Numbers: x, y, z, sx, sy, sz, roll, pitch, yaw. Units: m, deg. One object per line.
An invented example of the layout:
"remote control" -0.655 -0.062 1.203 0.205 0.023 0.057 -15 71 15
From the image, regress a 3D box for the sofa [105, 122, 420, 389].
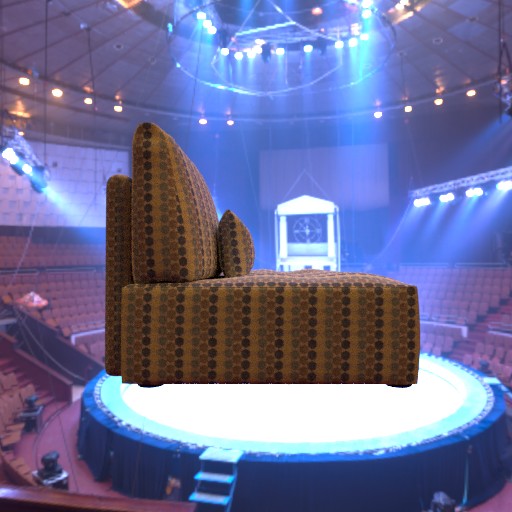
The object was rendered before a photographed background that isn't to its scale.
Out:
"sofa" 0.000 0.000 2.027 1.000 0.820 1.450 0 -1 0
